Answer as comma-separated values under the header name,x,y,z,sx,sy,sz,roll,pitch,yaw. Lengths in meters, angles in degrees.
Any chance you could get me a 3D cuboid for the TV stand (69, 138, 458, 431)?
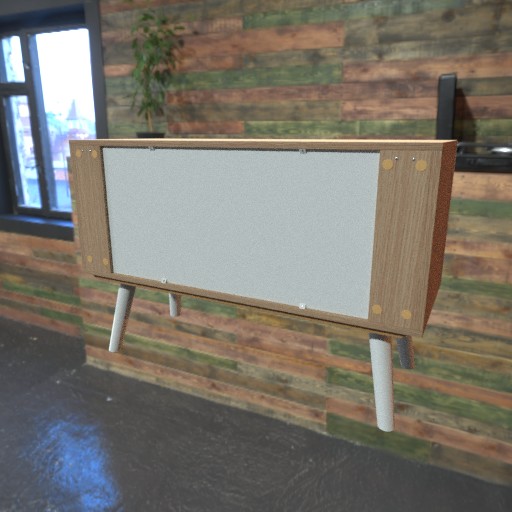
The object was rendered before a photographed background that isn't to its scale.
name,x,y,z,sx,sy,sz,roll,pitch,yaw
TV stand,0.000,0.000,1.303,0.991,0.660,0.407,8,17,26
